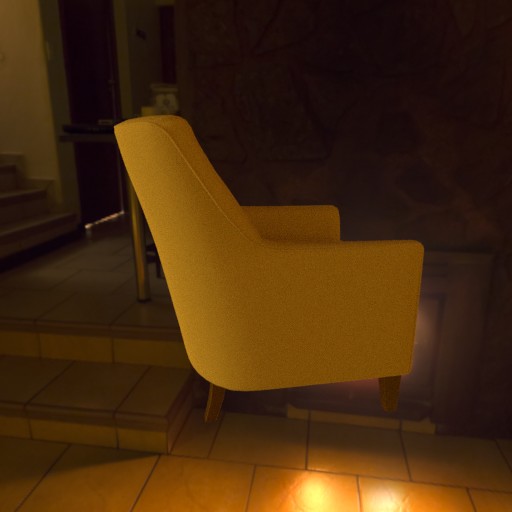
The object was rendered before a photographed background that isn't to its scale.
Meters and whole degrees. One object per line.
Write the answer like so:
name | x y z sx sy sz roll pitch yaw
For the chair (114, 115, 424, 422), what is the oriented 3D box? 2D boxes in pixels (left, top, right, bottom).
chair | 0.000 0.000 1.562 0.879 0.916 0.756 -3 15 -11
